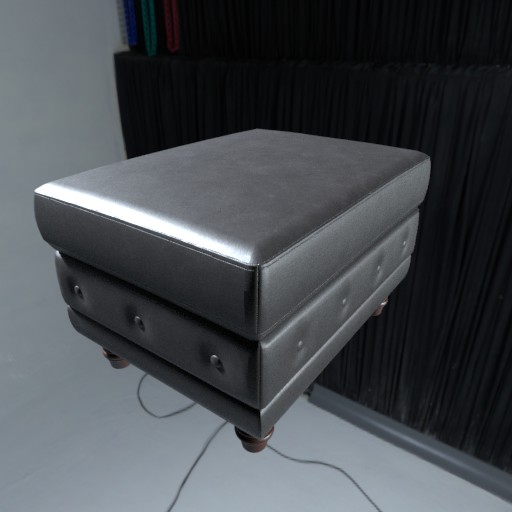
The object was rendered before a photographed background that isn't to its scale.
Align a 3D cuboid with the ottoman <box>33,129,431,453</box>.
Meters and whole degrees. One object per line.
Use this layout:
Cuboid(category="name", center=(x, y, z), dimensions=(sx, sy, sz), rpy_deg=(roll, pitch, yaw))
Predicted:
Cuboid(category="ottoman", center=(0.000, 0.000, 1.129), dimensions=(0.590, 0.498, 0.795), rpy_deg=(18, 32, 32))
